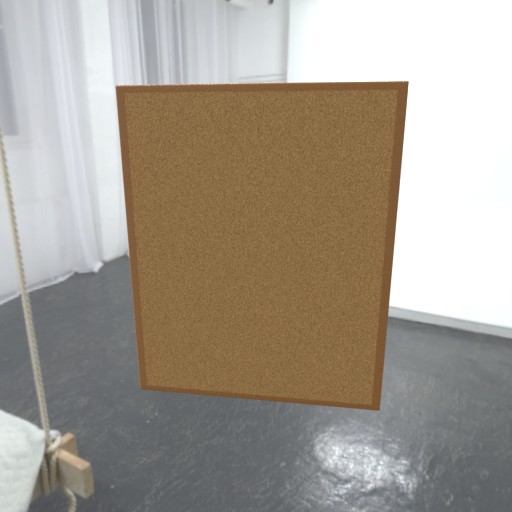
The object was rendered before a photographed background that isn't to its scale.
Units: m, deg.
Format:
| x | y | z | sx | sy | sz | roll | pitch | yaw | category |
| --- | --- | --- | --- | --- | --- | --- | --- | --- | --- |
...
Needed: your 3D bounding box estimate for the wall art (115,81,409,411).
| x | y | z | sx | sy | sz | roll | pitch | yaw | category |
| --- | --- | --- | --- | --- | --- | --- | --- | --- | --- |
| 0.000 | 0.000 | 0.761 | 0.452 | 0.553 | 0.022 | 2 | 16 | 8 | wall art |
